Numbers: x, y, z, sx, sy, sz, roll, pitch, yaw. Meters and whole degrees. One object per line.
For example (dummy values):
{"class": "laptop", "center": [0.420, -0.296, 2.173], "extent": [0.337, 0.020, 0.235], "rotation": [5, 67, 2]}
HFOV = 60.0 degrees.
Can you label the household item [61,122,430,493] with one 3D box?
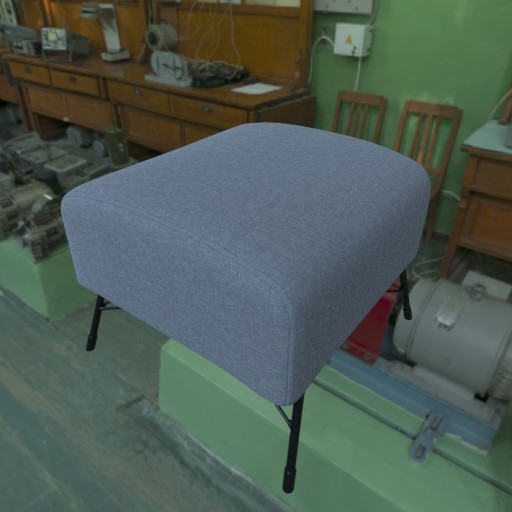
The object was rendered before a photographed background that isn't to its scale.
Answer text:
{"class": "household item", "center": [0.000, 0.000, 0.890], "extent": [0.530, 0.410, 0.530], "rotation": [22, 39, 30]}
